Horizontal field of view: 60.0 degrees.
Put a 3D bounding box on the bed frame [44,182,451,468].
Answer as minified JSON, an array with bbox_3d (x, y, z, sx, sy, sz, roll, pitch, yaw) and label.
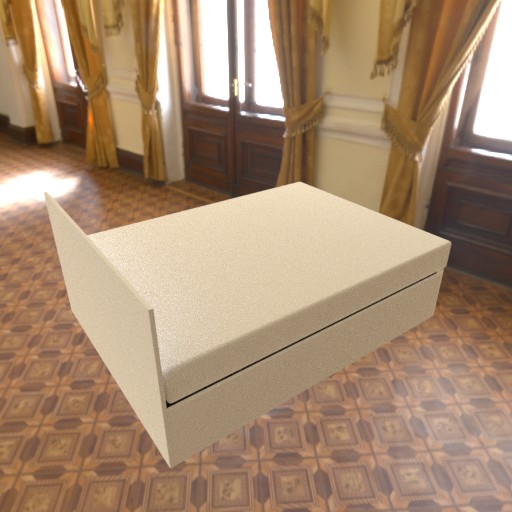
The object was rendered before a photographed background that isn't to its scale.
[{"bbox_3d":[0.000,0.000,2.644,1.900,0.800,1.400,-19,34,-31],"label":"bed frame"}]
